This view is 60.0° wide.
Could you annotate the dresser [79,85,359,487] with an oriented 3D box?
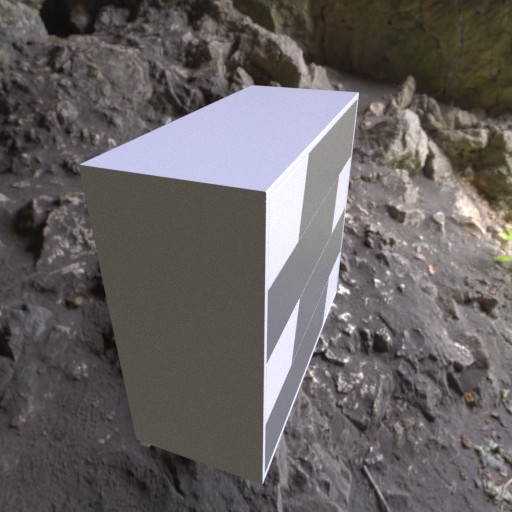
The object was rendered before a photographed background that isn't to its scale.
[{"bbox_3d":[0.000,0.000,1.646,0.460,1.000,1.100,11,32,18],"label":"dresser"}]
